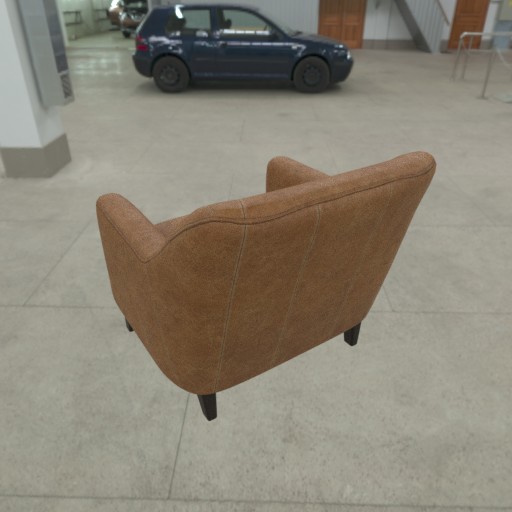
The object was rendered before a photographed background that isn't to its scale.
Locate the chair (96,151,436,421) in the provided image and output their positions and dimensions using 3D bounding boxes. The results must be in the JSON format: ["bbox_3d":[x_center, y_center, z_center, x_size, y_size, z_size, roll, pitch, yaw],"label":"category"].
[{"bbox_3d":[0.000,0.000,1.855,1.037,0.980,1.034,-19,35,-29],"label":"chair"}]
